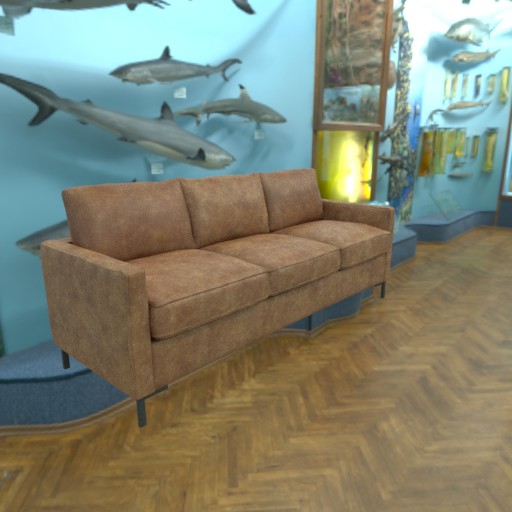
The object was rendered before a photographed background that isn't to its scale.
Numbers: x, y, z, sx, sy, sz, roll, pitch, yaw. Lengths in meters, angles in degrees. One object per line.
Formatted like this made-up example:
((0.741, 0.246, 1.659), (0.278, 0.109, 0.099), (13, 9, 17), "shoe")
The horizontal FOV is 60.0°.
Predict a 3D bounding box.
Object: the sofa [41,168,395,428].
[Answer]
((0.000, 0.000, 2.450), (0.748, 0.863, 2.029), (13, 20, 41), "sofa")
